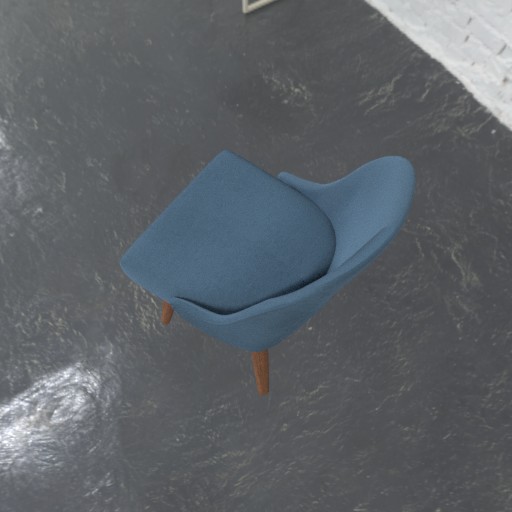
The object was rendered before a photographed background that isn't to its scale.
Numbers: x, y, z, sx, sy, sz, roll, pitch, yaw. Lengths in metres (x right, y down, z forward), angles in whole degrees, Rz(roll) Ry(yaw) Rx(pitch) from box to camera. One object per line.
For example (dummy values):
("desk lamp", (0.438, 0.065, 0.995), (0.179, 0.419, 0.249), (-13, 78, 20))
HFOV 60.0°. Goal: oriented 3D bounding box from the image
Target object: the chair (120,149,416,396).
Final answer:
("chair", (0.000, 0.000, 1.207), (0.589, 0.882, 0.503), (32, 68, 15))
